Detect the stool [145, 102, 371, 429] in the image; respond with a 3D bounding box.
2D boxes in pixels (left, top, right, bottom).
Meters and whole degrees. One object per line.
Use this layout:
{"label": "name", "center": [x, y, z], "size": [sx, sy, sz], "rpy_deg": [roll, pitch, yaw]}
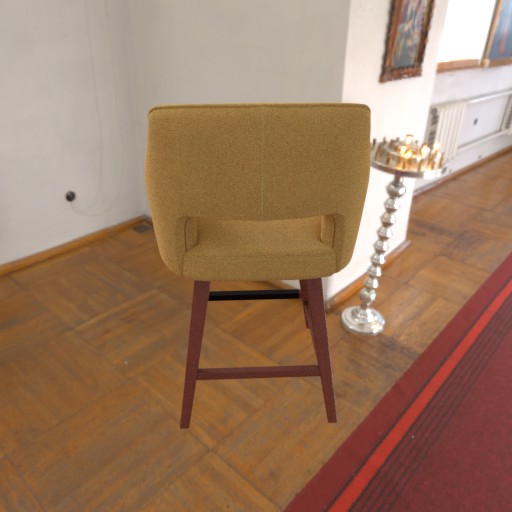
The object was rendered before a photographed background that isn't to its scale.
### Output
{"label": "stool", "center": [0.000, 0.000, 1.255], "size": [0.548, 0.924, 0.558], "rpy_deg": [-1, 29, -2]}
